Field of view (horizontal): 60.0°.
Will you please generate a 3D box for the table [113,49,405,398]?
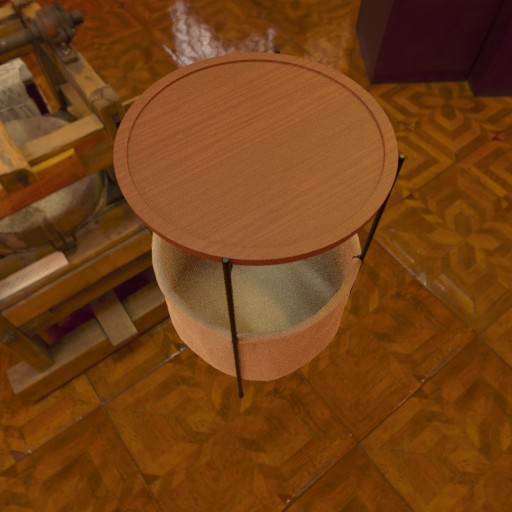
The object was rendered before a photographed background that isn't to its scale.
[{"bbox_3d":[0.000,0.000,0.872,0.393,0.623,0.393,-31,64,-17],"label":"table"}]
